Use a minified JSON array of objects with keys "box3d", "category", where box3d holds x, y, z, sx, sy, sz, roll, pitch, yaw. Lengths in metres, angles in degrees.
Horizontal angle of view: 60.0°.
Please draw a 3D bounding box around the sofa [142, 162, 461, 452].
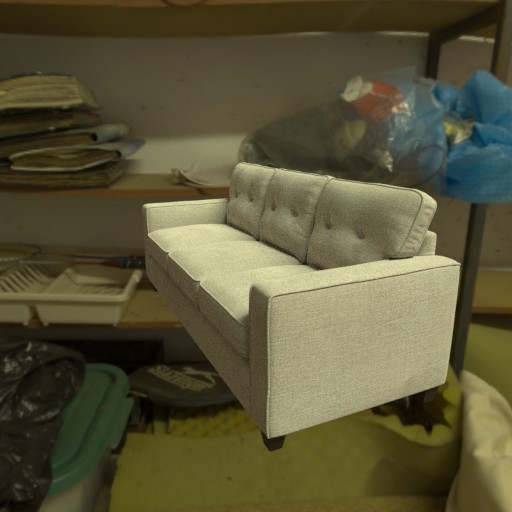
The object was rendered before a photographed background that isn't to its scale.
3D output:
[{"box3d":[0.000,0.000,2.625,0.939,0.965,2.133,-7,17,-24],"category":"sofa"}]
